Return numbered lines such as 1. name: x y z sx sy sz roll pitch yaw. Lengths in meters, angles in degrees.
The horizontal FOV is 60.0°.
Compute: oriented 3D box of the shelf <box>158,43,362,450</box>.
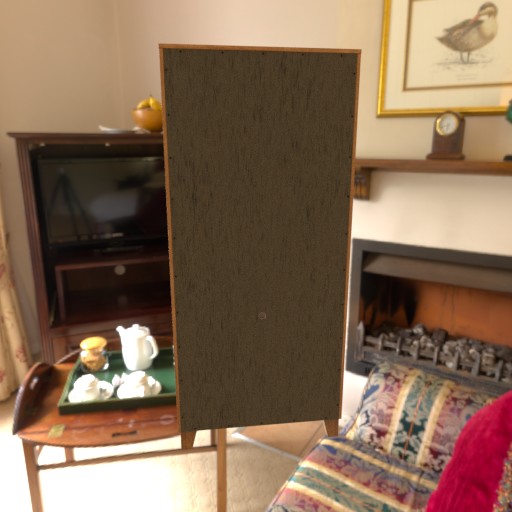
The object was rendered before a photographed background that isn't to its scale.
1. shelf: 0.000 0.000 2.317 0.864 1.930 0.453 -2 14 -7
